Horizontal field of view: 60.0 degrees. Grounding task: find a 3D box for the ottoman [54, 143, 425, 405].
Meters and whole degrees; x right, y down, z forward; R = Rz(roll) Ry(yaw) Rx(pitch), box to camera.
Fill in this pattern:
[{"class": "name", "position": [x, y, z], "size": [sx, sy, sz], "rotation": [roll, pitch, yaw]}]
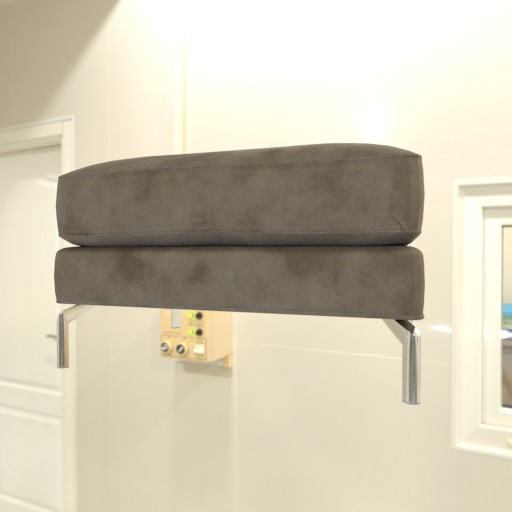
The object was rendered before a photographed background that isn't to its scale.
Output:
[{"class": "ottoman", "position": [0.000, 0.000, 1.039], "size": [0.719, 0.456, 0.520], "rotation": [0, 1, 18]}]
